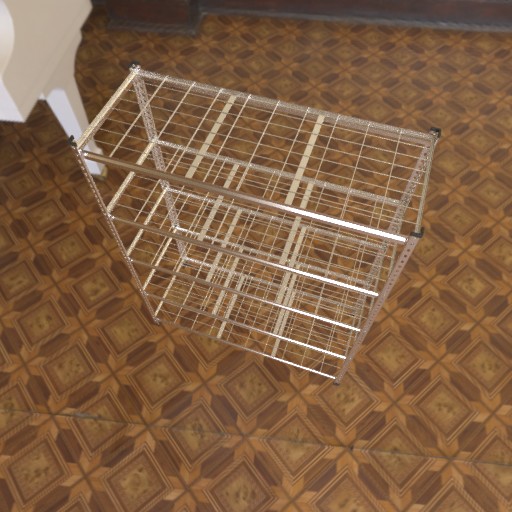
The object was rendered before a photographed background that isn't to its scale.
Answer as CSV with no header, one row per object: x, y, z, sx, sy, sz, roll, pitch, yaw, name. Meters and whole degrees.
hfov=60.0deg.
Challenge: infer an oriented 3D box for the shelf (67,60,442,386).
0.000,0.000,2.769,1.524,1.981,0.610,16,59,10,shelf
